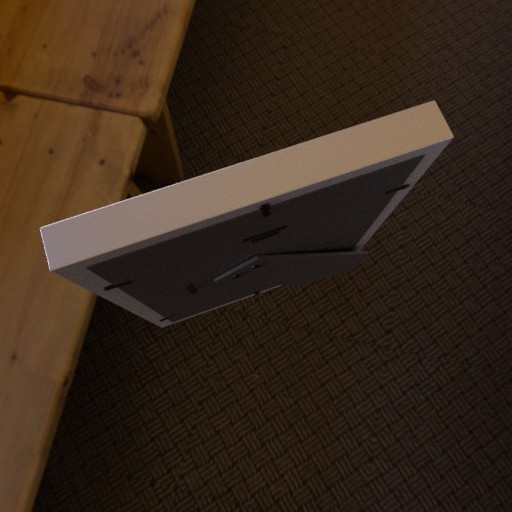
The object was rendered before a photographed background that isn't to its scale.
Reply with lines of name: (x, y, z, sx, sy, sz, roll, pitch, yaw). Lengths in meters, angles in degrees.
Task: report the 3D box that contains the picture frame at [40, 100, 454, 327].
picture frame: (0.000, 0.000, 0.378, 0.233, 0.282, 0.036, -19, 76, -5)
